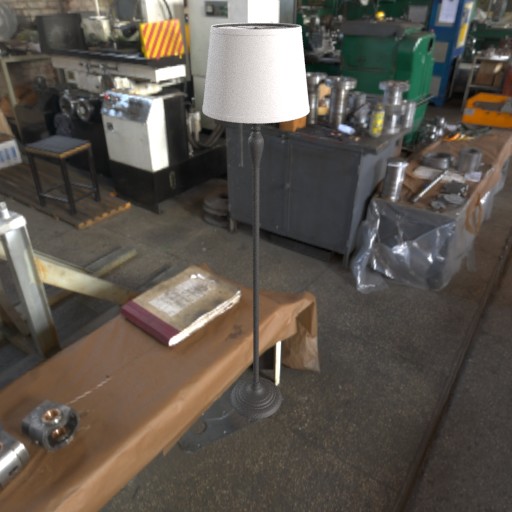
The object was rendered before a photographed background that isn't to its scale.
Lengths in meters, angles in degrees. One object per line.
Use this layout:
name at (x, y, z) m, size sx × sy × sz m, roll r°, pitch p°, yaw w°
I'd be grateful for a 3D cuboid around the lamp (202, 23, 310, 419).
lamp at (0.000, 0.000, 1.630) m, size 0.327 × 1.506 × 0.327 m, roll 1°, pitch 31°, yaw 1°
